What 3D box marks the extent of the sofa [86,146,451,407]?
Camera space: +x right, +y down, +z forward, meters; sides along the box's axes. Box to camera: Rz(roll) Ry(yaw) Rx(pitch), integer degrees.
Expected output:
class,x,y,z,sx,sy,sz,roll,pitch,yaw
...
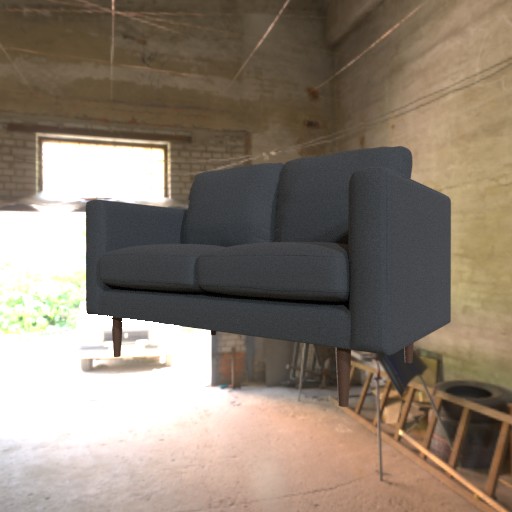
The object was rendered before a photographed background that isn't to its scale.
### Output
class,x,y,z,sx,sy,sz,roll,pitch,yaw
sofa,0.000,0.000,1.920,1.430,0.908,0.796,0,0,36
